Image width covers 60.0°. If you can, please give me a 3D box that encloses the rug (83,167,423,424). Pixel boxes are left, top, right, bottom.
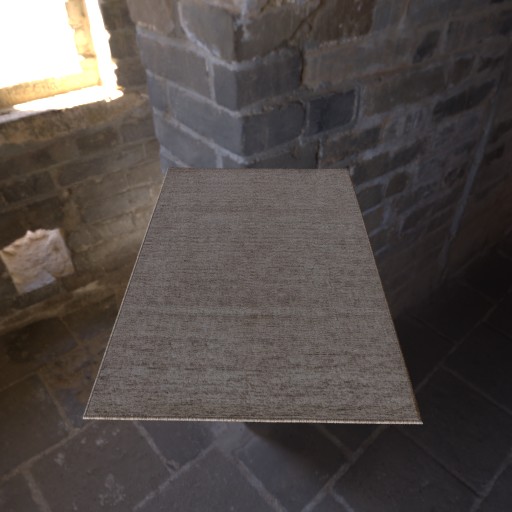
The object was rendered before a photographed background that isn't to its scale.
[{"bbox_3d":[0.000,0.000,2.271,1.211,0.018,1.822,1,40,1],"label":"rug"}]
